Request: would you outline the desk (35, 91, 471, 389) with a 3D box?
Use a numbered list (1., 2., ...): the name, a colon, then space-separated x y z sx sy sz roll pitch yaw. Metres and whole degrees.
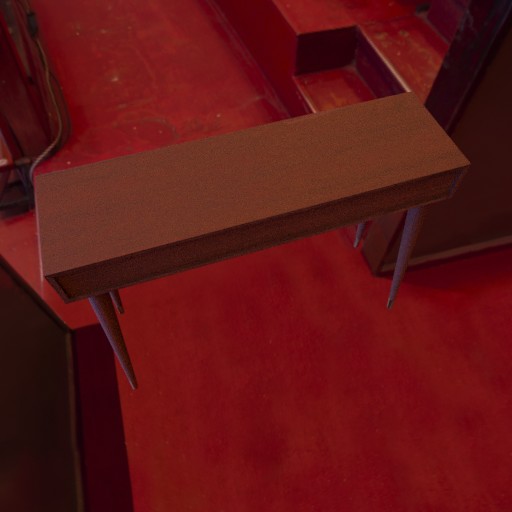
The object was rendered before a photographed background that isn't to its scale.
1. desk: 0.000 0.000 1.655 1.204 0.917 0.384 -15 59 -10
